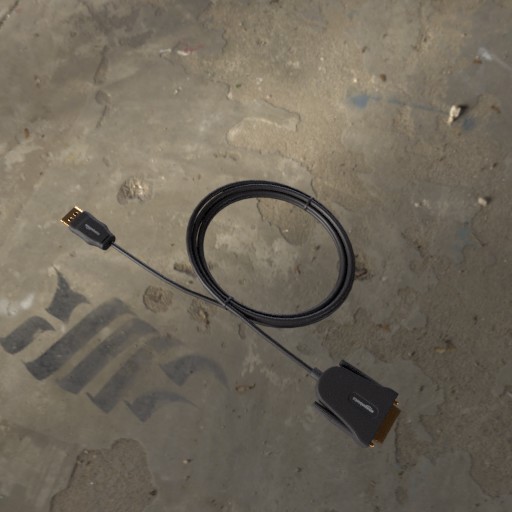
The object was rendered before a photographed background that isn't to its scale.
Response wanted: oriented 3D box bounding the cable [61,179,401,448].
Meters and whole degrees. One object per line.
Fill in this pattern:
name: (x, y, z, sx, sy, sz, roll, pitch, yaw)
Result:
cable: (0.000, 0.000, 0.335, 0.281, 0.015, 0.136, 34, 70, 14)
